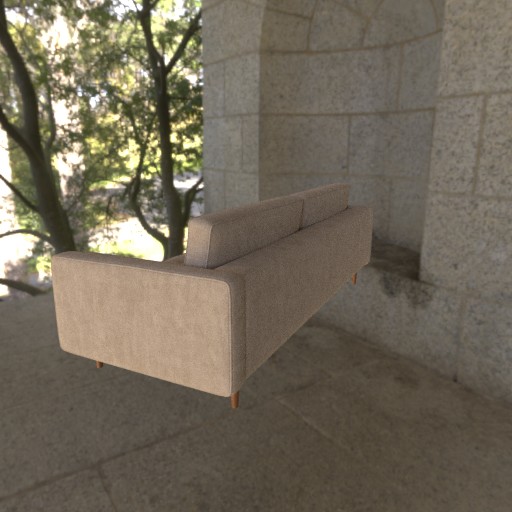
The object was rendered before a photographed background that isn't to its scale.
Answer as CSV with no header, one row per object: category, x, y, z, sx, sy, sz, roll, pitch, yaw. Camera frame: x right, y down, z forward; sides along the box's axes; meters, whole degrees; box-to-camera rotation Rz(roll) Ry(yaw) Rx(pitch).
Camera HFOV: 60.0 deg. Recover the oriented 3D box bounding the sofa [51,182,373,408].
sofa,0.000,0.000,2.675,0.919,0.770,2.200,7,15,26
